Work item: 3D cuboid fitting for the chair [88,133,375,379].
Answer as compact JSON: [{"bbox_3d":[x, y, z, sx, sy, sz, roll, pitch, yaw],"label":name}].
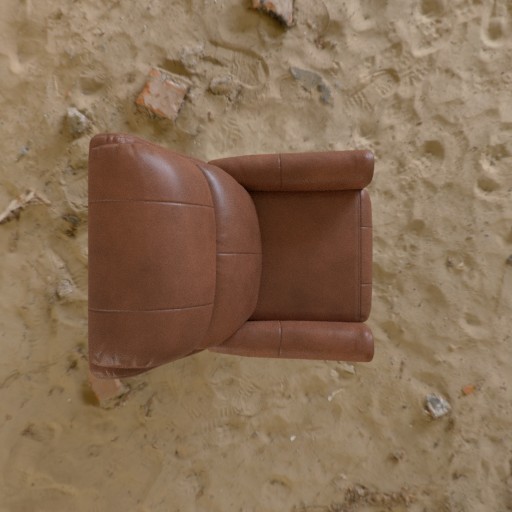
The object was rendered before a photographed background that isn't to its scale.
[{"bbox_3d":[0.000,0.000,1.778,1.014,1.054,0.838,0,90,0],"label":"chair"}]
